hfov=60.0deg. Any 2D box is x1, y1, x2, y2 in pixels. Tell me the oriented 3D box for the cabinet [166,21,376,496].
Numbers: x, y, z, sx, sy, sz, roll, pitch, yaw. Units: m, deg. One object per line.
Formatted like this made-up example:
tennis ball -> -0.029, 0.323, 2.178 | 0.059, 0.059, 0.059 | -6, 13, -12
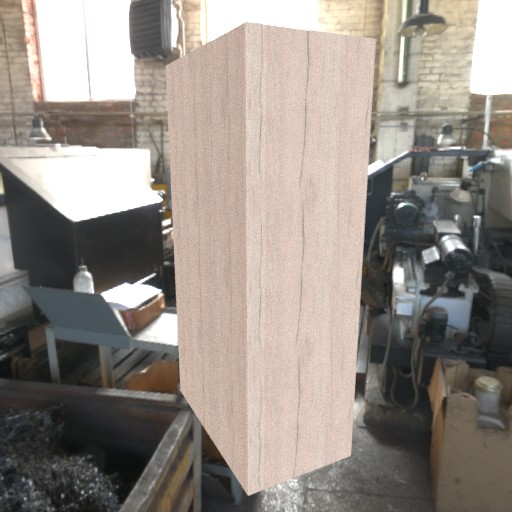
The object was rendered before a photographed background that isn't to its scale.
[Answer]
cabinet -> 0.000, 0.000, 2.292 | 0.580, 1.930, 0.980 | -7, 16, -26
